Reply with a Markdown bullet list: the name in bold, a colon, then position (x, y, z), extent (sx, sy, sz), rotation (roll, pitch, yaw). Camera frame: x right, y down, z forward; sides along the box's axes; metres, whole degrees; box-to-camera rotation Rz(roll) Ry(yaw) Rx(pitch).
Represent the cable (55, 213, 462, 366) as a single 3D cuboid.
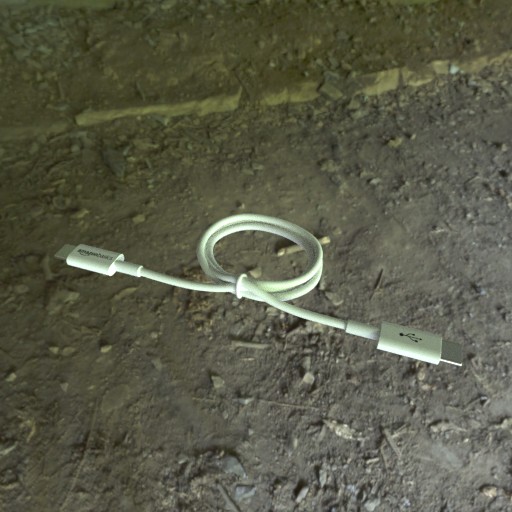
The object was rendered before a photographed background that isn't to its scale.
- **cable**: position (0.000, 0.000, 0.230), extent (0.203, 0.014, 0.070), rotation (13, 43, 14)
